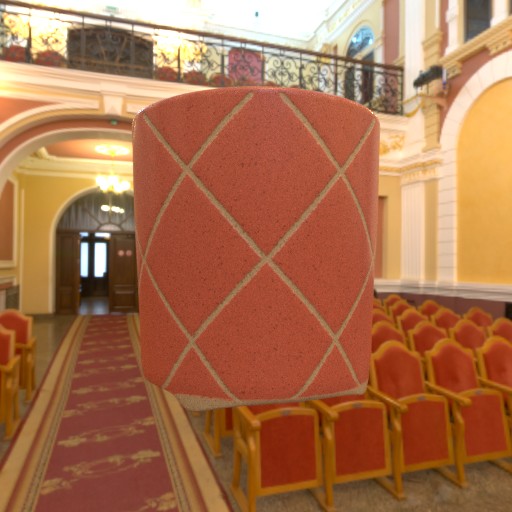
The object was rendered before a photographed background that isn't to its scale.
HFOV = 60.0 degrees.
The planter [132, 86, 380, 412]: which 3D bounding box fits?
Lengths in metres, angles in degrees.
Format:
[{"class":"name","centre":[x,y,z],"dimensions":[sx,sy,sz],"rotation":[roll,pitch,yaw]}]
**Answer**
[{"class":"planter","centre":[0.000,0.000,0.420],"dimensions":[0.227,0.235,0.227],"rotation":[0,-1,0]}]
